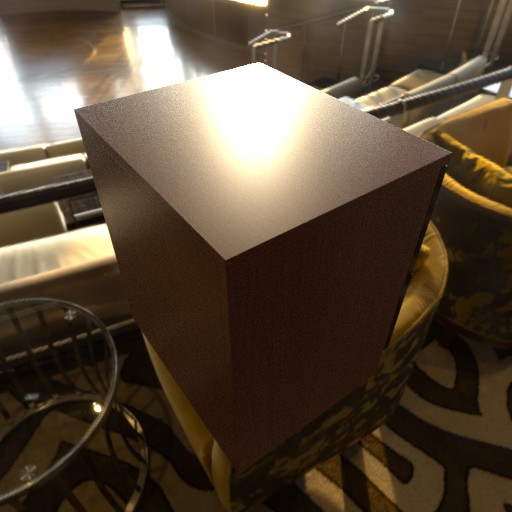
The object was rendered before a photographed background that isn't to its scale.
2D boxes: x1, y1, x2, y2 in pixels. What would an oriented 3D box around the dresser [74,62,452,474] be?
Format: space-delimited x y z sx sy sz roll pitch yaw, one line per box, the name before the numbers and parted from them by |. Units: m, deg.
dresser | 0.000 0.000 0.756 0.360 0.470 0.400 -26 48 -26
